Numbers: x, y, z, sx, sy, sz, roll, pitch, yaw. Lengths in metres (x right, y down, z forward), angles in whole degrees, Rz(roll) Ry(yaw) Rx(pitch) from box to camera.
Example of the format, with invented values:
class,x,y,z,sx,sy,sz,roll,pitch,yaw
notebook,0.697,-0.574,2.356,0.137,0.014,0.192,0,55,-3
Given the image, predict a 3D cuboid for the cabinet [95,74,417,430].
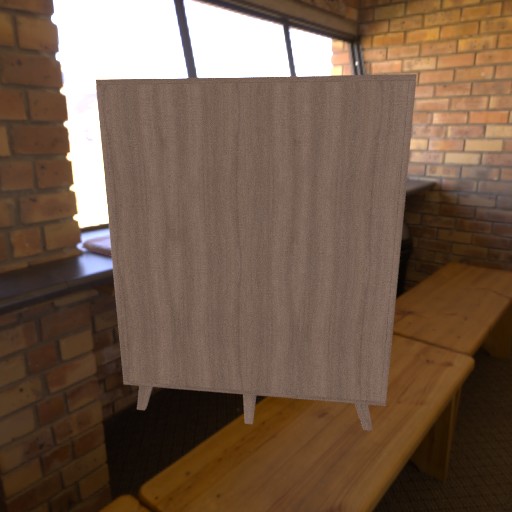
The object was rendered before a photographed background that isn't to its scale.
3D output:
class,x,y,z,sx,sy,sz,roll,pitch,yaw
cabinet,0.000,0.000,1.895,1.111,1.388,0.398,2,16,8
